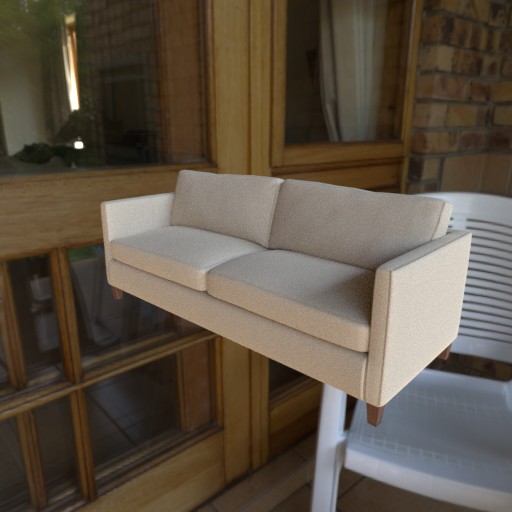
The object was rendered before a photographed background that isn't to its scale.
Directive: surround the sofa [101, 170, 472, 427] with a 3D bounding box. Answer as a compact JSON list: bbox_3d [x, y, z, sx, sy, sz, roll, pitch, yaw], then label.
[{"bbox_3d":[0.000,0.000,2.909,2.361,0.968,0.951,15,22,41],"label":"sofa"}]
